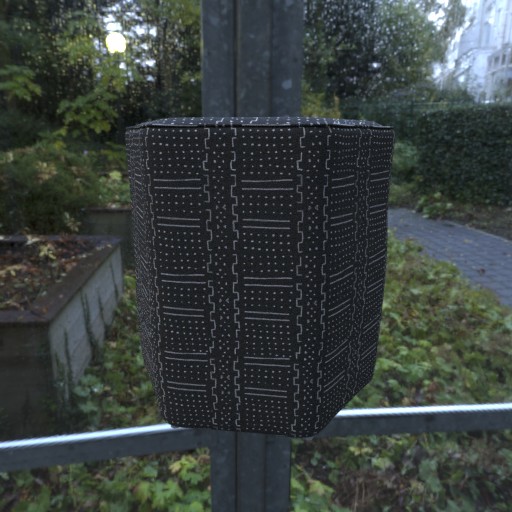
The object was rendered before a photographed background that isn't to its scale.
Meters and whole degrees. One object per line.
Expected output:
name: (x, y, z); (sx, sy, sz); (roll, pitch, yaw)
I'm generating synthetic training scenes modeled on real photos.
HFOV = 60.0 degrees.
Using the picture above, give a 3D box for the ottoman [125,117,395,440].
ottoman: (0.000, 0.000, 0.863); (0.494, 0.502, 0.443); (2, 15, 8)
